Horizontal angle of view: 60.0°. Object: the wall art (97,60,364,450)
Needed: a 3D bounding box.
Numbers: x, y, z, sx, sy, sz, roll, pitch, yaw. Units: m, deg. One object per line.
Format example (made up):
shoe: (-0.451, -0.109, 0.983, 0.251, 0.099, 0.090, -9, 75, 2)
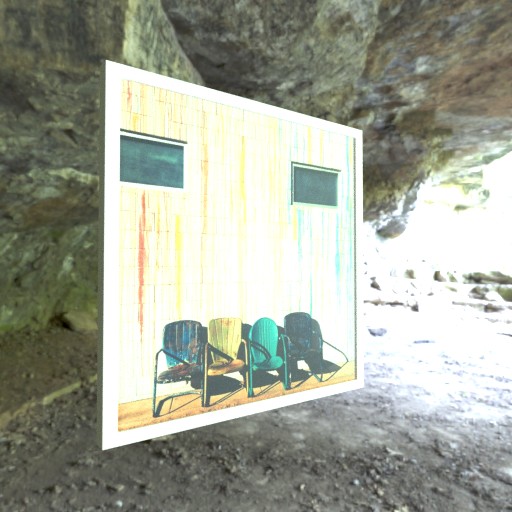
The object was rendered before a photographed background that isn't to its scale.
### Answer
wall art: (0.000, 0.000, 1.101, 0.760, 0.760, 0.036, 1, -2, -36)
